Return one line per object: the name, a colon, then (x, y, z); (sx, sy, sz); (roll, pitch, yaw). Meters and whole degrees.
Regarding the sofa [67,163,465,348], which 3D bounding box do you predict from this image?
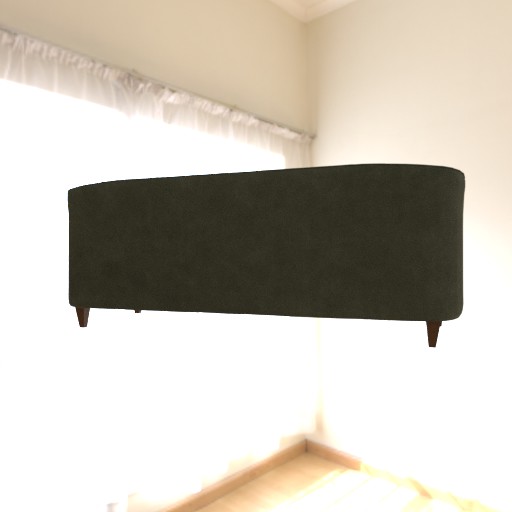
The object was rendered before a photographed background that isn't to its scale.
sofa: (0.000, 0.000, 2.690); (2.278, 0.855, 0.941); (0, -1, 18)
